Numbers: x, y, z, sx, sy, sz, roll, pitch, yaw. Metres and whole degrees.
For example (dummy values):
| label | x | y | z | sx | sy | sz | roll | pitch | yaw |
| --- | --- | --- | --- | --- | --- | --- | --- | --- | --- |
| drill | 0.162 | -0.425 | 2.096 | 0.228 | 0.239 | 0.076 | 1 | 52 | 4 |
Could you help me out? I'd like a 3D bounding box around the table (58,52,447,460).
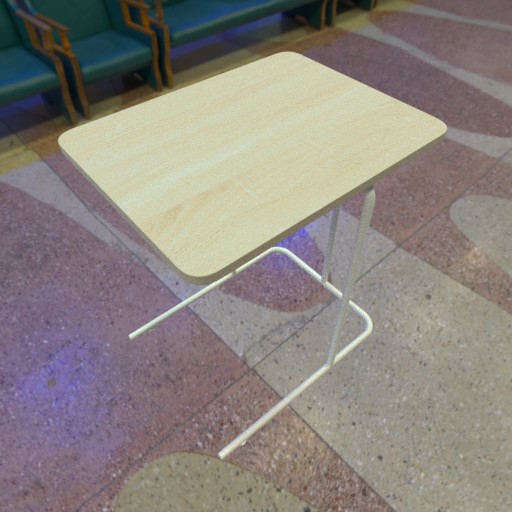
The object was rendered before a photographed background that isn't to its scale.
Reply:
| label | x | y | z | sx | sy | sz | roll | pitch | yaw |
| --- | --- | --- | --- | --- | --- | --- | --- | --- | --- |
| table | 0.000 | 0.000 | 0.866 | 0.480 | 0.550 | 0.370 | -32 | 55 | -26 |
